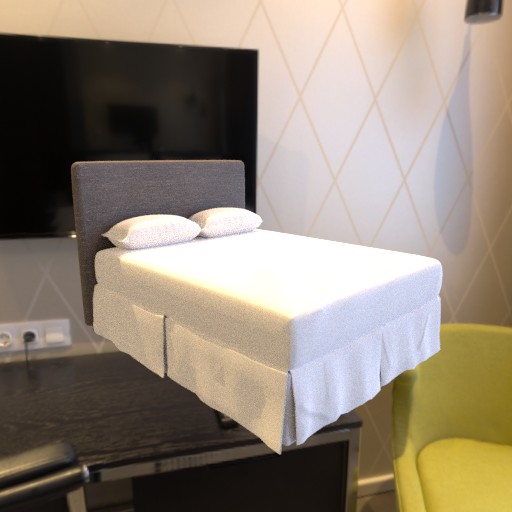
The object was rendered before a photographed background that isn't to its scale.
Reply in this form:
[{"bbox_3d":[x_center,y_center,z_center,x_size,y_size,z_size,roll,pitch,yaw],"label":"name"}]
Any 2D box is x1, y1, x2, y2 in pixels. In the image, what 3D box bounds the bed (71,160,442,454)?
[{"bbox_3d":[0.000,0.000,3.186,1.723,1.330,2.142,-12,18,-43],"label":"bed"}]
